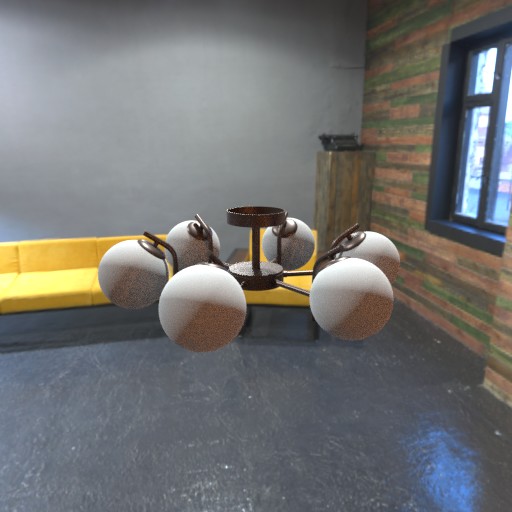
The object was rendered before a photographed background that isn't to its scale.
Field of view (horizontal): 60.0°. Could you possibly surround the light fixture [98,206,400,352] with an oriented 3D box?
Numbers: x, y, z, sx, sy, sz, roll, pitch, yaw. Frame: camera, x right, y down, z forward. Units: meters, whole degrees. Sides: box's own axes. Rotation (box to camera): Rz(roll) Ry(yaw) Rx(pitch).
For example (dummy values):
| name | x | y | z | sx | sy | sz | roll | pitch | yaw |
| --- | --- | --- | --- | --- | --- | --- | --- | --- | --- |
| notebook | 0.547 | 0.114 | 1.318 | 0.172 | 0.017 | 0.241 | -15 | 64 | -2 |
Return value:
| name | x | y | z | sx | sy | sz | roll | pitch | yaw |
| --- | --- | --- | --- | --- | --- | --- | --- | --- | --- |
| light fixture | 0.000 | 0.000 | 0.967 | 0.662 | 0.201 | 0.662 | 0 | 14 | 0 |
